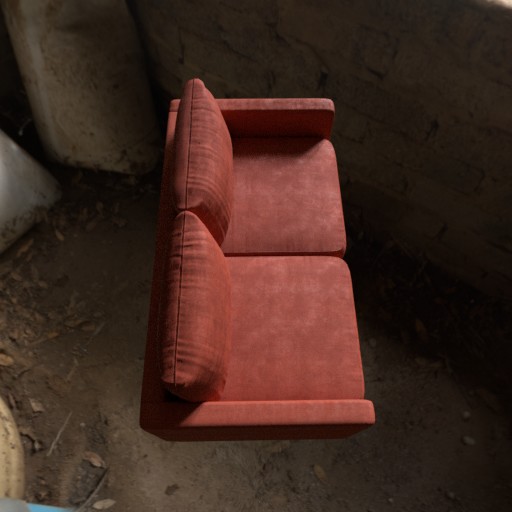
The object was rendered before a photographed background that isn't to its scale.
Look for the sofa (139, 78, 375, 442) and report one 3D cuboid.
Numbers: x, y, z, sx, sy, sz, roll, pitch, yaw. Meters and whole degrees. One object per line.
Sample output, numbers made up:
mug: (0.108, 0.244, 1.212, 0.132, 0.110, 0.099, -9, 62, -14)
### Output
sofa: (0.000, 0.000, 2.091, 0.864, 0.896, 1.574, -1, 62, -1)
